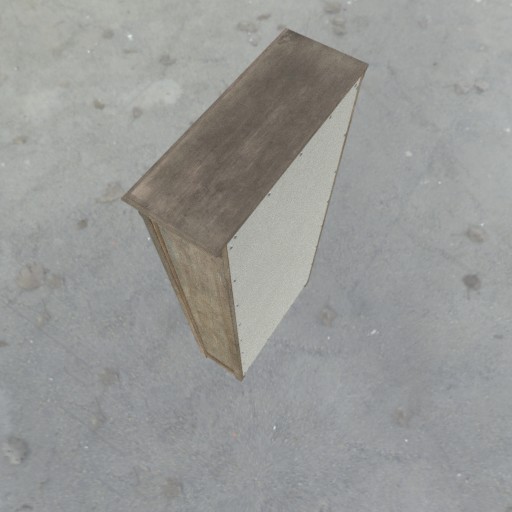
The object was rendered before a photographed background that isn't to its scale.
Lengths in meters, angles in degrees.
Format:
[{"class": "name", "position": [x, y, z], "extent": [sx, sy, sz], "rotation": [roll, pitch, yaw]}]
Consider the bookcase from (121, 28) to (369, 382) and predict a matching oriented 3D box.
[{"class": "bookcase", "position": [0.000, 0.000, 2.251], "extent": [0.348, 1.880, 0.906], "rotation": [31, 67, 15]}]
